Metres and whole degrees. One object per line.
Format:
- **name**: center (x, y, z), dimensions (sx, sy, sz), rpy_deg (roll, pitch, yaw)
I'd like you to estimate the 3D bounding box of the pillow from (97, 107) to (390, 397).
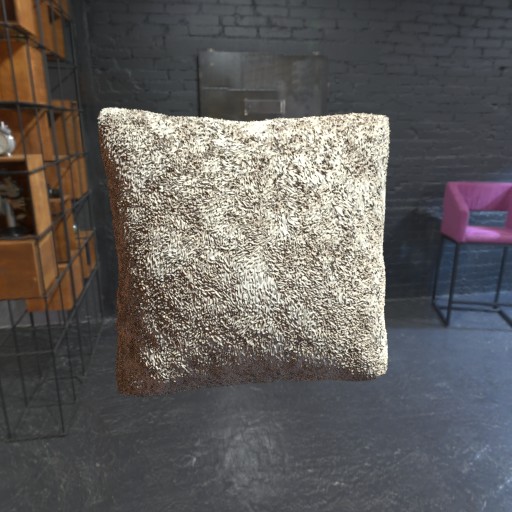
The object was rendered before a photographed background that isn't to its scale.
- **pillow**: center (0.000, 0.000, 0.807), dimensions (0.529, 0.515, 0.218), rpy_deg (-2, 17, -8)
